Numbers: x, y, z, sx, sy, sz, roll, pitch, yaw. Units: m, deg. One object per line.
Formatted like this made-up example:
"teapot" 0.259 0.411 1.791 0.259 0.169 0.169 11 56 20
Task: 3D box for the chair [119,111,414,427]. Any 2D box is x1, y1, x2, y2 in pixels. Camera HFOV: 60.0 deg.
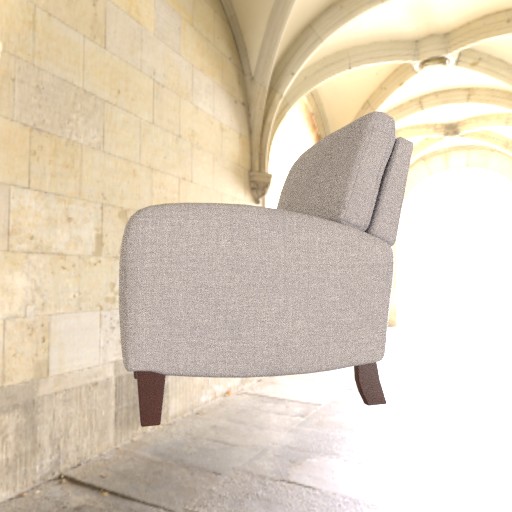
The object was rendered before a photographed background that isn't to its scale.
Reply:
"chair" 0.000 0.000 1.682 0.990 0.990 0.762 1 -3 -17
